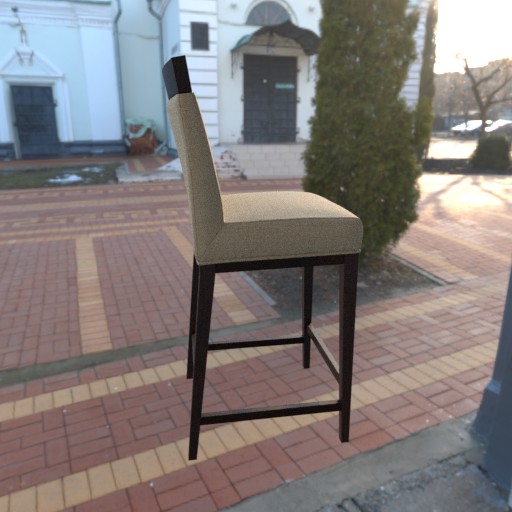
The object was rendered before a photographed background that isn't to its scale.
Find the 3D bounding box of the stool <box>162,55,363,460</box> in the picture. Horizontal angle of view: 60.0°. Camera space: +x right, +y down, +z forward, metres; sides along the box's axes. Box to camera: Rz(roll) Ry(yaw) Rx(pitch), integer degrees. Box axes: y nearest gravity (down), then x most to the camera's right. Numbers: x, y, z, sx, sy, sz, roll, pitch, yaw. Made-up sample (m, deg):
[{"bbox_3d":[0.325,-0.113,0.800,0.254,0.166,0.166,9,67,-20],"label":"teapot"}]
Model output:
[{"bbox_3d":[0.000,0.000,1.433,0.531,1.117,0.511,-3,17,-9],"label":"stool"}]
